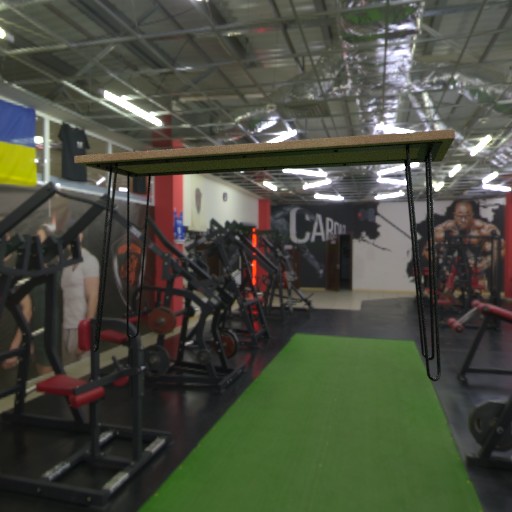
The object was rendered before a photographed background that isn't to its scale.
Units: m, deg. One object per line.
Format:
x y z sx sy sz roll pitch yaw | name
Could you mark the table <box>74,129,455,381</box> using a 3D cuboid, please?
0.000 0.000 1.765 1.400 0.799 0.399 0 2 17 | table
